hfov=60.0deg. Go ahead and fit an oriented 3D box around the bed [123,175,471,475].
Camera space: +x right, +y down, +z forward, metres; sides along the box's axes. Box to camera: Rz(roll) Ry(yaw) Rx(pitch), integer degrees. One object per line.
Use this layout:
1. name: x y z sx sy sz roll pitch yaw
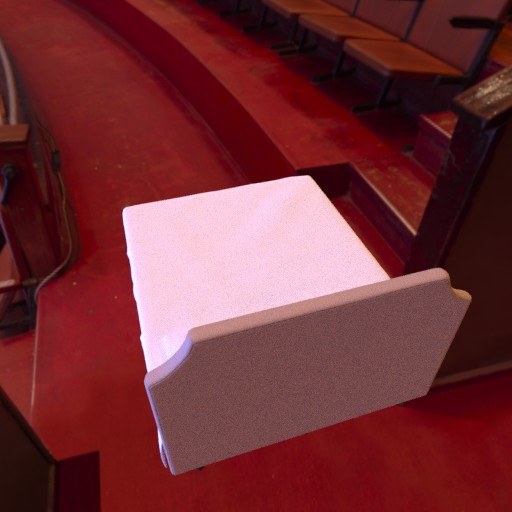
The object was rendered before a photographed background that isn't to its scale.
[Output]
1. bed: 0.000 0.000 4.047 2.350 1.590 2.773 -12 43 -13
